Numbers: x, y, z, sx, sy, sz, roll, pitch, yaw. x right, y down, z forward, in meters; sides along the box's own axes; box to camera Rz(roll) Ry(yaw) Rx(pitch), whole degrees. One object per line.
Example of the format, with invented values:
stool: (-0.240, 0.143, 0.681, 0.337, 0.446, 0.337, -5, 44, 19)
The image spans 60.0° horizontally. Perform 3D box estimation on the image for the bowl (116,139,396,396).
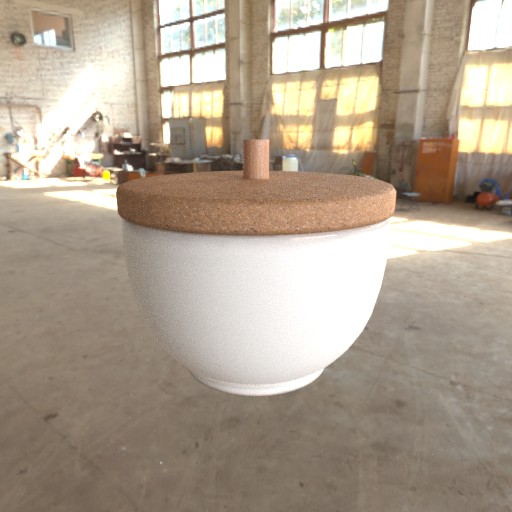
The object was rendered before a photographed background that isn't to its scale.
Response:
bowl: (0.000, 0.000, 0.217, 0.126, 0.110, 0.126, 0, 15, 0)
